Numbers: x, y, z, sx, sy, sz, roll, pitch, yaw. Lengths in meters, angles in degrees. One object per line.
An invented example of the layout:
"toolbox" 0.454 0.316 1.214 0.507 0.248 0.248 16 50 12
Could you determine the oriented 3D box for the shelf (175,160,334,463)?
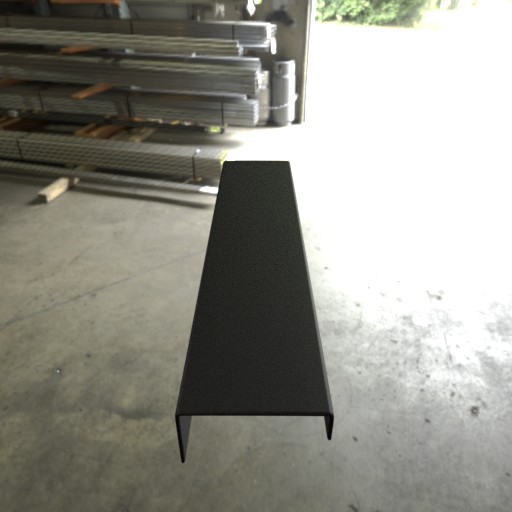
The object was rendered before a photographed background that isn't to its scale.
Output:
"shelf" 0.000 0.000 0.484 0.102 0.053 0.456 0 32 0
